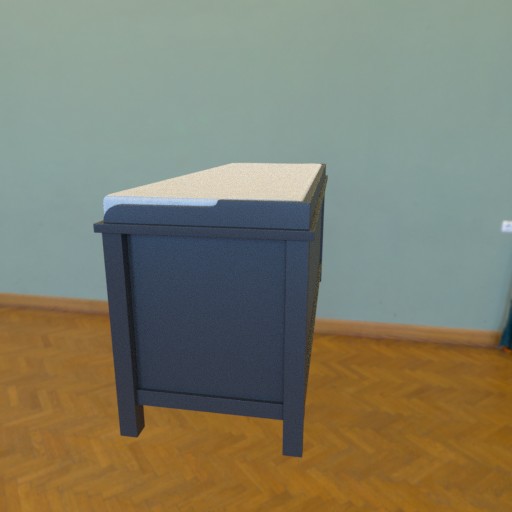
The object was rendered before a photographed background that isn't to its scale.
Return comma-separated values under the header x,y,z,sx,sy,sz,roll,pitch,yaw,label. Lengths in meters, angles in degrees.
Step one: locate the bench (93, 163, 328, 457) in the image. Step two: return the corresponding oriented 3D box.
x,y,z,sx,sy,sz,roll,pitch,yaw,label
0.000,0.000,1.363,0.398,0.501,1.140,3,15,10,bench
